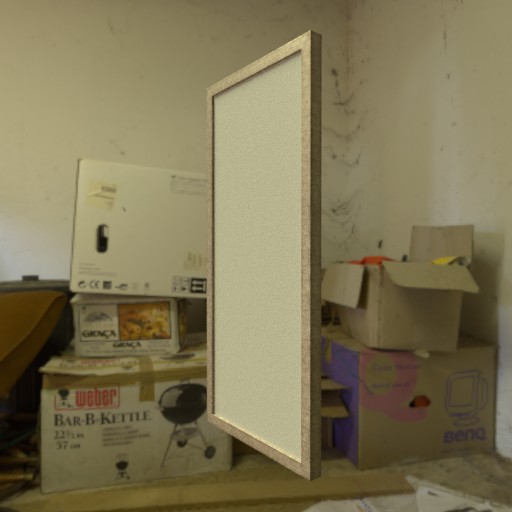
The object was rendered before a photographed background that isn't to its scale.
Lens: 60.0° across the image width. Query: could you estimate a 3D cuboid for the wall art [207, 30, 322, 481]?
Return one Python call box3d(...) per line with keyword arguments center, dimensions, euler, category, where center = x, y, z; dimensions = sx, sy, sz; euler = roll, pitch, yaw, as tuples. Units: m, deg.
box3d(center=(0.000, 0.000, 1.707), dimensions=(0.051, 1.461, 0.648), euler=(0, 1, -37), category="wall art")
